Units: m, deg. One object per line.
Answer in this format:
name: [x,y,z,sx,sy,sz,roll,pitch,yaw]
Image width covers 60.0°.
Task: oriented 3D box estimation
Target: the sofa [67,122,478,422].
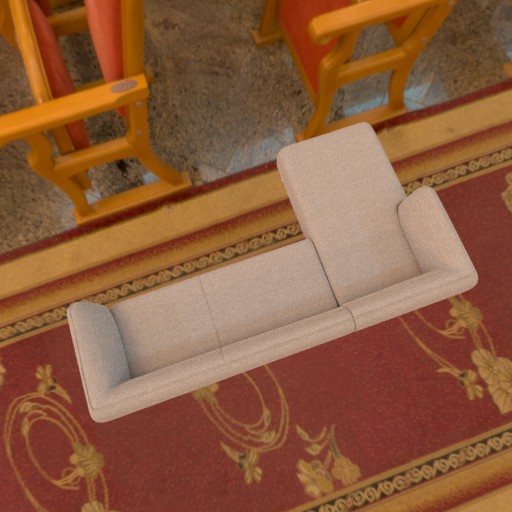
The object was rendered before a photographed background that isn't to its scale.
sofa: [0.000,0.000,3.300,2.653,0.693,1.532,-19,75,-5]
